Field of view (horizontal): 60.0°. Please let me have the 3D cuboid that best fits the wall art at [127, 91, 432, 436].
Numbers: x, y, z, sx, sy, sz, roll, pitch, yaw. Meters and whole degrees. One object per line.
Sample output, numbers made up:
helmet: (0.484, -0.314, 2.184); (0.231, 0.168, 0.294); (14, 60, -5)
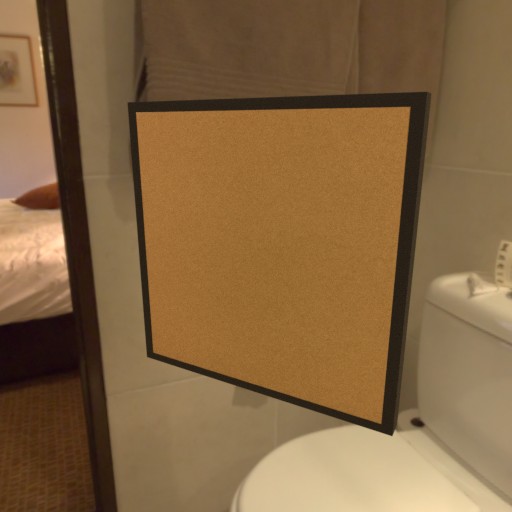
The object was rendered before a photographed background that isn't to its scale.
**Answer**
wall art: (0.000, 0.000, 0.756); (0.508, 0.507, 0.033); (9, 18, 28)
